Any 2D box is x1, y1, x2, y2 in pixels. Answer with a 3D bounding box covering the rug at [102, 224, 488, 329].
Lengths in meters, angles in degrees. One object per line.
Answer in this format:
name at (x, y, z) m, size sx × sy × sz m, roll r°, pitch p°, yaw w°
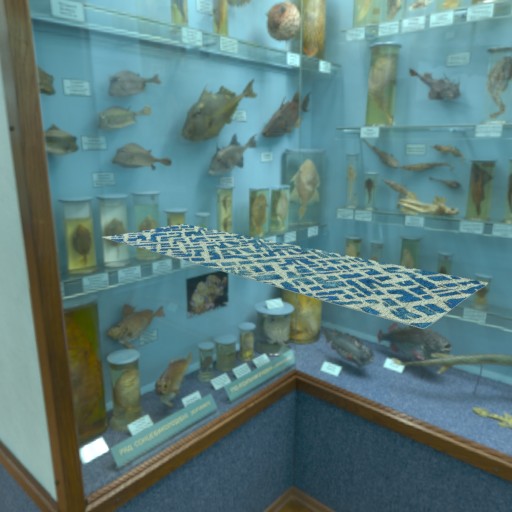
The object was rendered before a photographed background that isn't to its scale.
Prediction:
rug at (0.000, 0.000, 2.741) m, size 2.446 × 0.011 × 0.768 m, roll 13°, pitch 19°, yaw 42°
